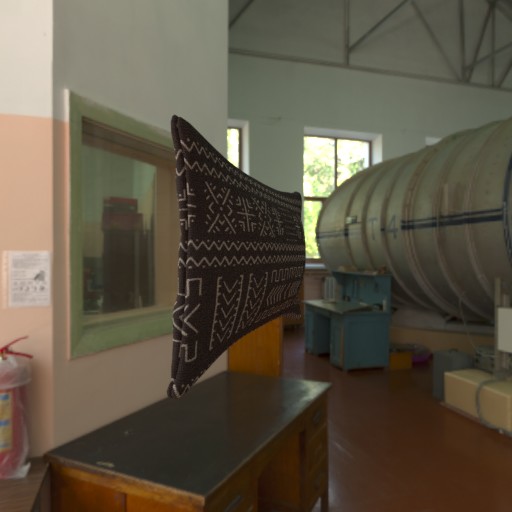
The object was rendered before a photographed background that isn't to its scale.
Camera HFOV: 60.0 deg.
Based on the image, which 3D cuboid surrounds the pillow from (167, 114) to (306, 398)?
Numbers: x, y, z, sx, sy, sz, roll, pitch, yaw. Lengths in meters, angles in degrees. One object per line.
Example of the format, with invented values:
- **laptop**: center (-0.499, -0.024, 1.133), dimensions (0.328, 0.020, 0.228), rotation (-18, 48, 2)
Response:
- **pillow**: center (0.000, 0.000, 0.809), dimensions (0.135, 0.322, 0.667), rotation (0, 0, 18)
